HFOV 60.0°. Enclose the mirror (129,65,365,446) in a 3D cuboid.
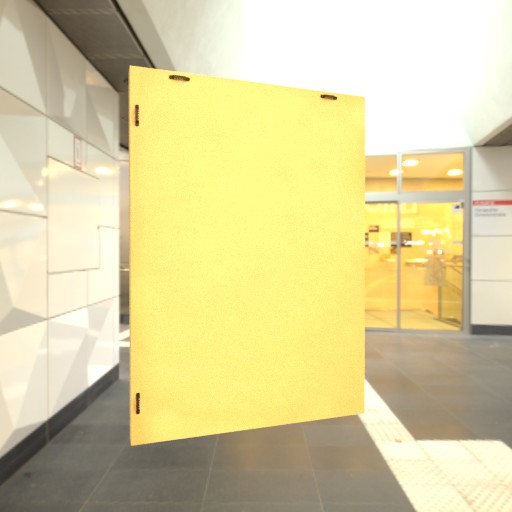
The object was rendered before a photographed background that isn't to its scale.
[{"bbox_3d":[0.000,0.000,0.924,0.507,0.710,0.040,0,1,-19],"label":"mirror"}]
